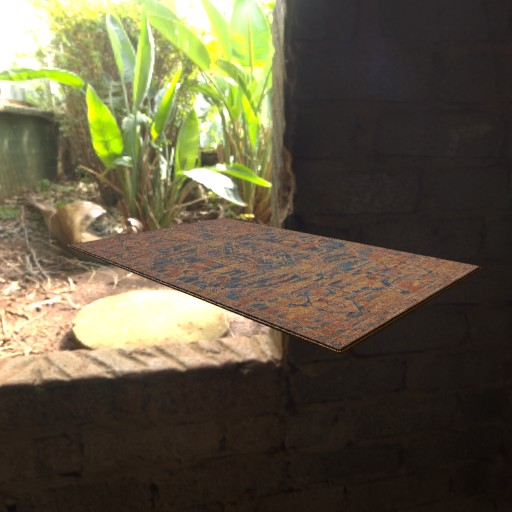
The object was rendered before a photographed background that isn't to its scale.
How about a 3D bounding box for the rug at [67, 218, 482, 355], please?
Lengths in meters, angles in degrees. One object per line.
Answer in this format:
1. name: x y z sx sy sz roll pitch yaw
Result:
1. rug: 0.000 0.000 1.082 0.863 0.008 0.557 14 21 42
